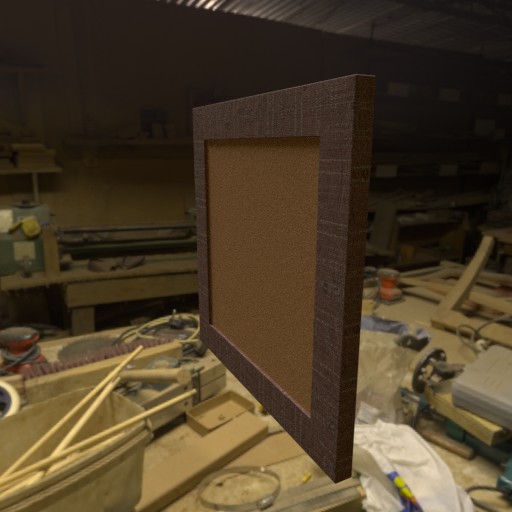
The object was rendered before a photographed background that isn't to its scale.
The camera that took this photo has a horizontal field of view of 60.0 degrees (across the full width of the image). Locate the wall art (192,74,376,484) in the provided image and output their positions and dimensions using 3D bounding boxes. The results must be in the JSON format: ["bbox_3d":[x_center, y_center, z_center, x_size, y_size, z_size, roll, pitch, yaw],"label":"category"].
[{"bbox_3d":[0.000,0.000,0.785,0.029,0.531,0.531,-7,16,-27],"label":"wall art"}]
